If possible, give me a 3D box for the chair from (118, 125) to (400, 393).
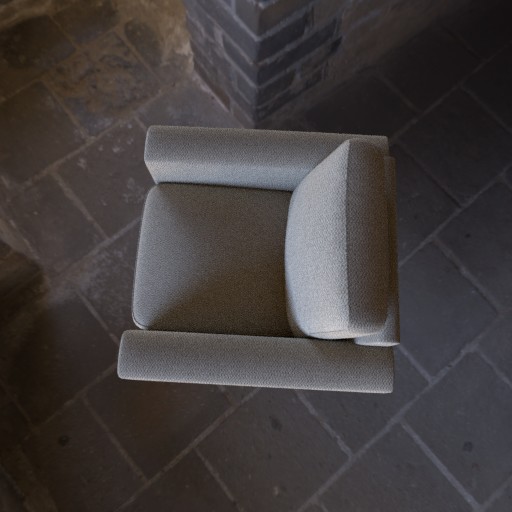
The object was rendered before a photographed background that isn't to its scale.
[{"bbox_3d":[0.000,0.000,1.792,1.016,0.873,1.005,3,76,1],"label":"chair"}]
